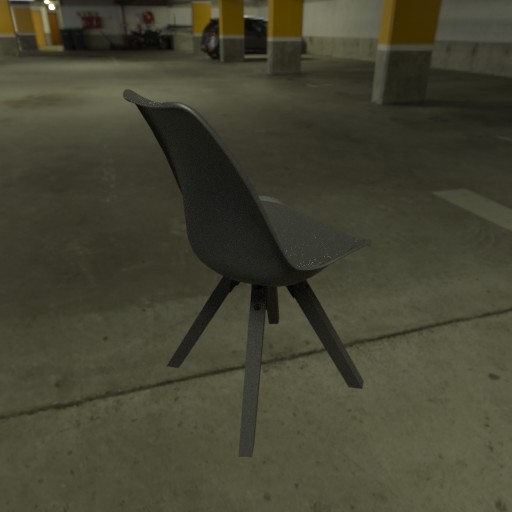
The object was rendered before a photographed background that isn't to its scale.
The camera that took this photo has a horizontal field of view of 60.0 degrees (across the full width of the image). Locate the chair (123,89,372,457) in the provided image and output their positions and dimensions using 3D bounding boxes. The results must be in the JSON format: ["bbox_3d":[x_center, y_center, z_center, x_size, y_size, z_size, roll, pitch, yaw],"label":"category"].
[{"bbox_3d":[0.000,0.000,1.181,0.550,0.850,0.485,-18,32,-31],"label":"chair"}]
